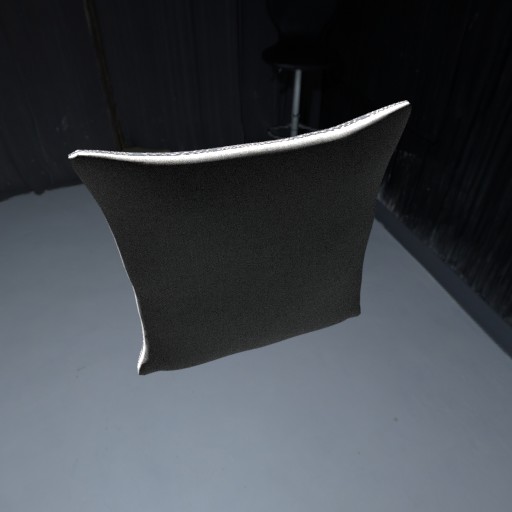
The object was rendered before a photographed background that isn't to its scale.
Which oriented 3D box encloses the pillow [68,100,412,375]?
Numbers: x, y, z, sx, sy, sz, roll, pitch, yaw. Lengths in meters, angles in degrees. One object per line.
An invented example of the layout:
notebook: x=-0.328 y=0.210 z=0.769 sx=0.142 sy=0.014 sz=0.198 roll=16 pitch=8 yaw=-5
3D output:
pillow: x=0.000 y=0.000 z=0.680 sx=0.435 sy=0.432 sz=0.138 roll=-13 pitch=43 yaw=-14
